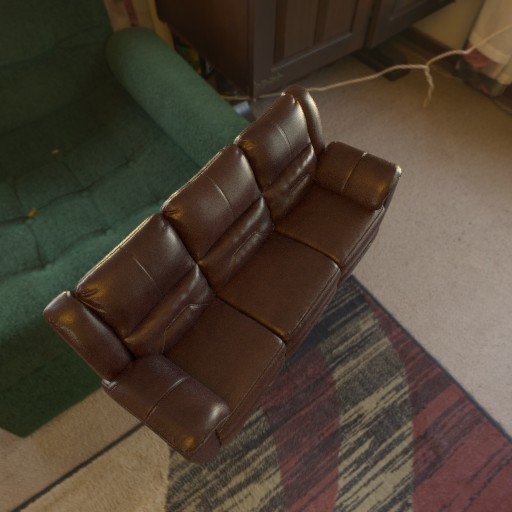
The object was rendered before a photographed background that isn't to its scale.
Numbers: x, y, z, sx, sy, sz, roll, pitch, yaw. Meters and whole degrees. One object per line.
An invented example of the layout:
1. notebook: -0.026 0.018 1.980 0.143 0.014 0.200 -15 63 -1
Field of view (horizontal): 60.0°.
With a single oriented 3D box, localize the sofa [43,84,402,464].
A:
1. sofa: 0.000 0.000 2.820 0.991 1.043 2.337 31 62 19
